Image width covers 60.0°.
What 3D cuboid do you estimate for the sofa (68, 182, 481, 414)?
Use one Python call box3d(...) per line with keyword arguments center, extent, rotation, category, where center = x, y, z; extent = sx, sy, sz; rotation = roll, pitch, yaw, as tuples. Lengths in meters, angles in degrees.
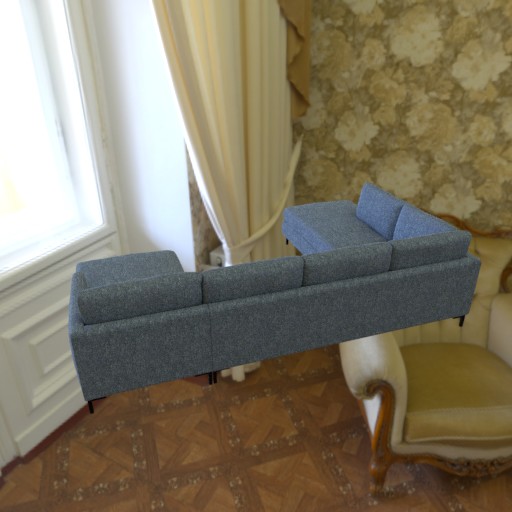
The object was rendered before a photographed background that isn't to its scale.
box3d(center=(0.000, 0.000, 3.543), extent=(2.737, 0.756, 1.879), rotation=(-9, 27, -17), category="sofa")
